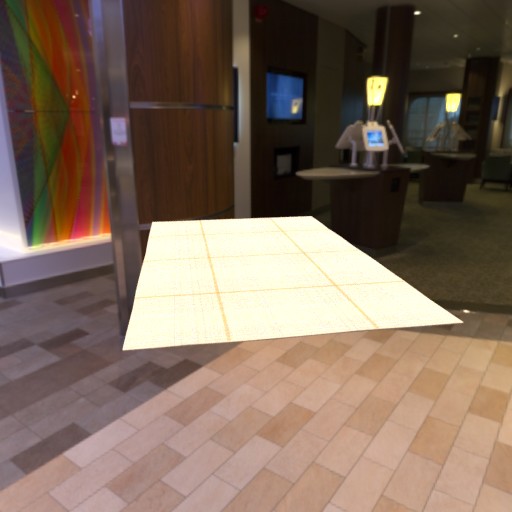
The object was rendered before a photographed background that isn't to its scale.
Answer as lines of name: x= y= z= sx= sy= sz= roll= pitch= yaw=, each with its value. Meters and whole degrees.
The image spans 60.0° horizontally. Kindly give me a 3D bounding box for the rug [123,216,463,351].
rug: x=0.000 y=0.000 z=3.075 sx=1.527 sy=0.016 sz=2.442 roll=-3 pitch=17 yaw=-9
